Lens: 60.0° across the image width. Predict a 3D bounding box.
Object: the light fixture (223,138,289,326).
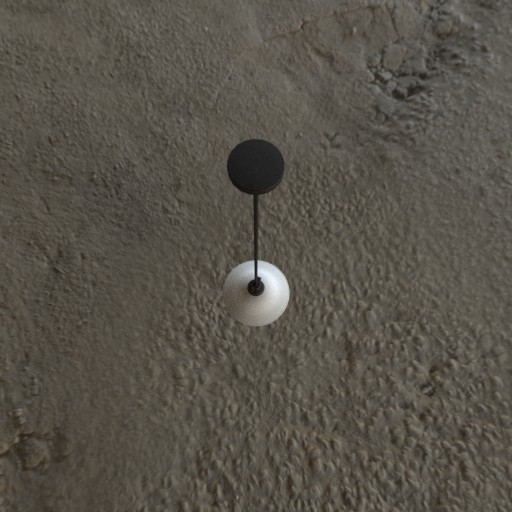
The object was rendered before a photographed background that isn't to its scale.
[{"bbox_3d":[0.000,0.000,1.508,0.324,1.337,0.324,31,77,8],"label":"light fixture"}]
